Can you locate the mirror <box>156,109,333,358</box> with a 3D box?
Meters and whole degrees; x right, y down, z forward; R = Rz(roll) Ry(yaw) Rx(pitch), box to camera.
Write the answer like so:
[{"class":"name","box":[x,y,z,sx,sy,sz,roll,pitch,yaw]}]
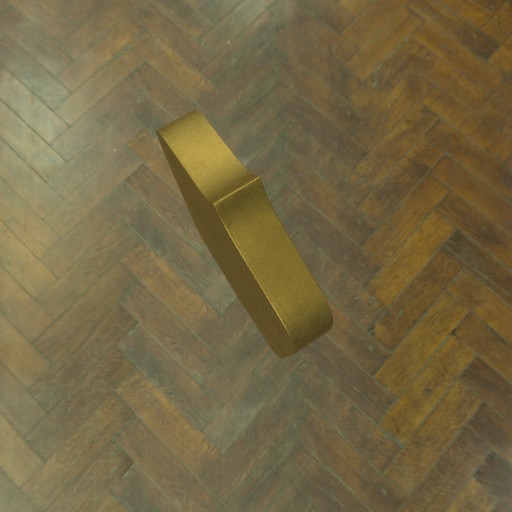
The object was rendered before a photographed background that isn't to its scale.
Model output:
[{"class":"mirror","box":[0.000,0.000,0.722,0.096,0.613,0.323,-32,78,-7]}]
